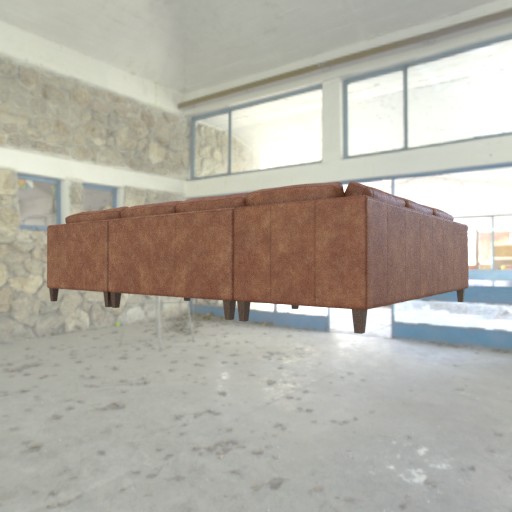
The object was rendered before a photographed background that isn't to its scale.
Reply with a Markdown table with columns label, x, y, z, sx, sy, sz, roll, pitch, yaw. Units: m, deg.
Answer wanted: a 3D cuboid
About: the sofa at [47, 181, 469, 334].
| label | x | y | z | sx | sy | sz | roll | pitch | yaw |
| --- | --- | --- | --- | --- | --- | --- | --- | --- | --- |
| sofa | 0.000 | 0.000 | 4.326 | 3.324 | 0.888 | 2.452 | -1 | -1 | 37 |
